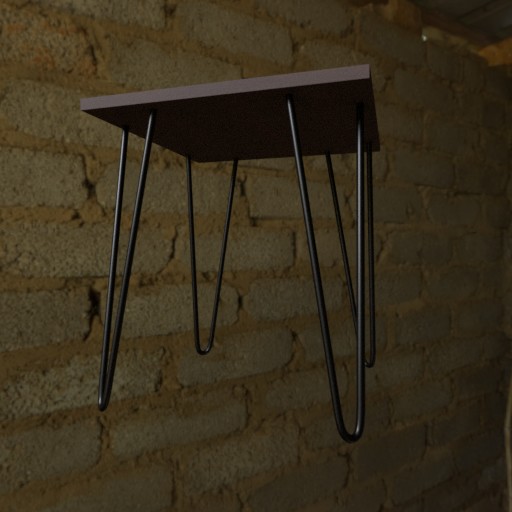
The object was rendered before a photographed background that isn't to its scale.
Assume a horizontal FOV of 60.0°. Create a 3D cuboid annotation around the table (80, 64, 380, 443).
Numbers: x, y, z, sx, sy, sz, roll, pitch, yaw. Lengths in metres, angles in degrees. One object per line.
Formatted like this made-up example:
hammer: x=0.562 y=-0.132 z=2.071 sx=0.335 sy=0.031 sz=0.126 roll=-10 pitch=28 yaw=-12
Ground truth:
table: x=0.000 y=0.000 z=0.948 sx=0.495 sy=0.559 sz=0.495 roll=0 pitch=1 yaw=17
